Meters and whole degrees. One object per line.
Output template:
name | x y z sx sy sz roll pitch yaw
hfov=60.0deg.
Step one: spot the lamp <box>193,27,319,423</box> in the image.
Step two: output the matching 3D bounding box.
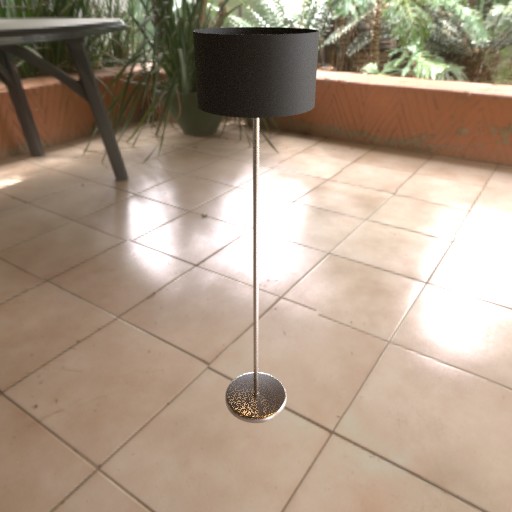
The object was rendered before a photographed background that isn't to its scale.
lamp | 0.000 0.000 1.589 0.348 1.443 0.348 18 35 28
